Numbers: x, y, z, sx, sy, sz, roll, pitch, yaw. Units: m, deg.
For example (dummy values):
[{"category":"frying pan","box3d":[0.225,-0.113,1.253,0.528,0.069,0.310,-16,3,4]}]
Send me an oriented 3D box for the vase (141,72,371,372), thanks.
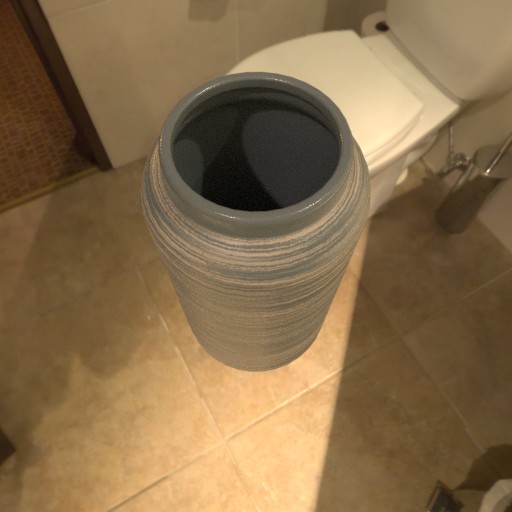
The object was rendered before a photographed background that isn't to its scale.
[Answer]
[{"category":"vase","box3d":[0.000,0.000,0.298,0.116,0.230,0.116,0,63,0]}]
